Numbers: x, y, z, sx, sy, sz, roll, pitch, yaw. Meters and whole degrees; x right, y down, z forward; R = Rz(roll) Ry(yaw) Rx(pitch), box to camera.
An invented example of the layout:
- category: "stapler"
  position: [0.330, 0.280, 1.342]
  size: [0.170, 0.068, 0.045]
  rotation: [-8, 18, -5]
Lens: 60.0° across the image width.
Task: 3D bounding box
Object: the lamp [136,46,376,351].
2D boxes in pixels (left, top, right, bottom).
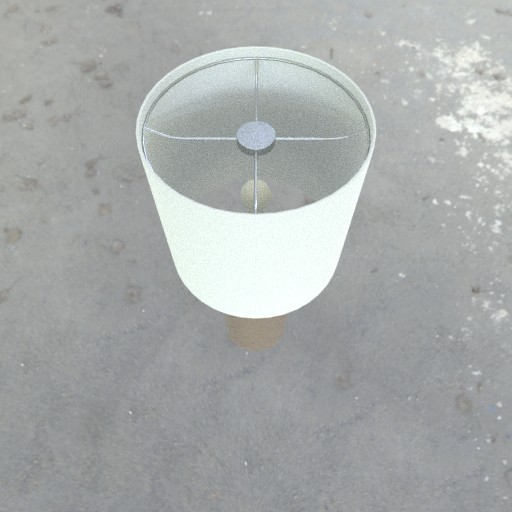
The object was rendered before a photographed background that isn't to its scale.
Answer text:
- category: "lamp"
  position: [0.000, 0.000, 0.581]
  size: [0.207, 0.461, 0.207]
  rotation: [0, 59, 0]
